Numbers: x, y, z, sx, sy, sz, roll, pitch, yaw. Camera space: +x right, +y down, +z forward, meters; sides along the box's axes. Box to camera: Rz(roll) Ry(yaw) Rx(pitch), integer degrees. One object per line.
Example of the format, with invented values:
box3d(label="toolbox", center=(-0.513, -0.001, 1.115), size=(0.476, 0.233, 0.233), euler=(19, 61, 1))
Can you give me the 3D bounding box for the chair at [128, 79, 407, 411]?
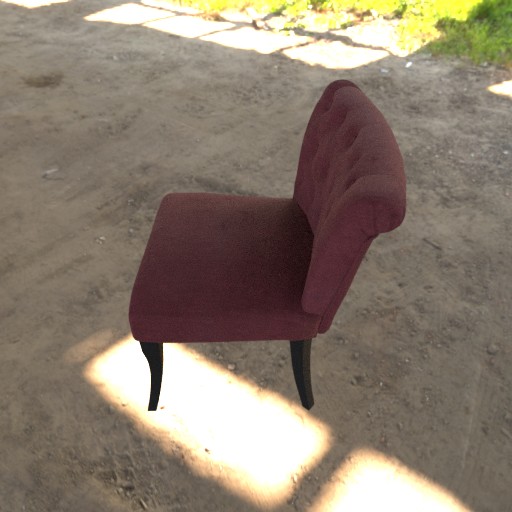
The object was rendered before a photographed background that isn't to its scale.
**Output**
box3d(label="chair", center=(0.000, 0.000, 1.186), size=(0.605, 0.750, 0.582), euler=(1, 41, 1))
